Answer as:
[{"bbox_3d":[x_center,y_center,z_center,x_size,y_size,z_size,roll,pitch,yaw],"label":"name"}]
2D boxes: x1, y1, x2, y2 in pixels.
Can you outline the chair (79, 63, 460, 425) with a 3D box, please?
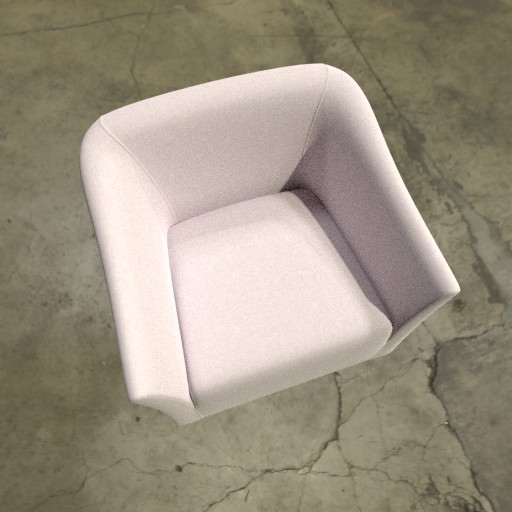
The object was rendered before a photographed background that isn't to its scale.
[{"bbox_3d":[0.000,0.000,1.307,0.790,0.720,0.700,-17,64,-8],"label":"chair"}]
